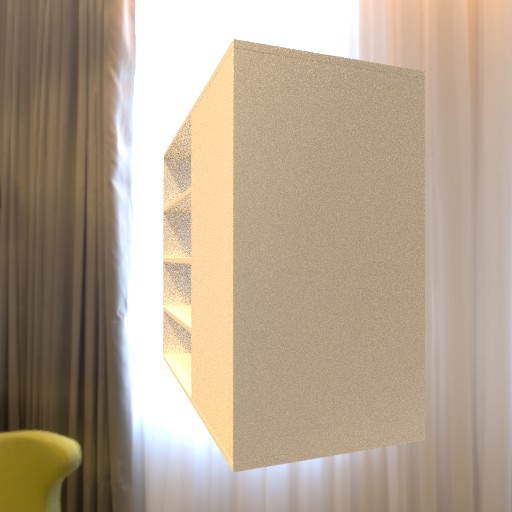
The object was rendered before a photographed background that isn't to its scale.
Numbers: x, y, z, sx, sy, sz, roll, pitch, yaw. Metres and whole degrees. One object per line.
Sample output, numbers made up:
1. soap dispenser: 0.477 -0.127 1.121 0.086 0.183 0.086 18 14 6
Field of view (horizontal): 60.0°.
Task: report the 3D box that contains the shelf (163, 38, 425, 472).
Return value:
1. shelf: 0.000 0.000 1.234 0.396 0.732 0.895 0 0 -19
